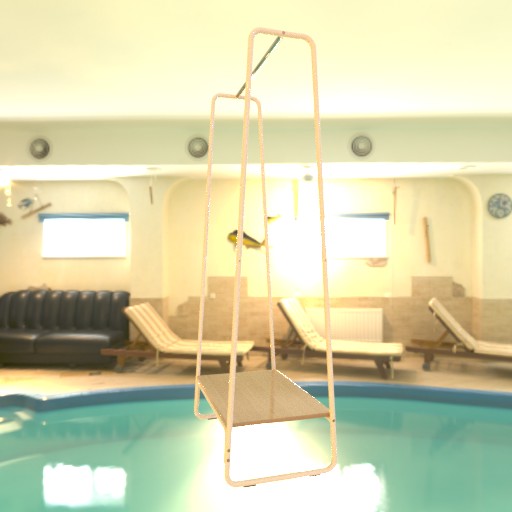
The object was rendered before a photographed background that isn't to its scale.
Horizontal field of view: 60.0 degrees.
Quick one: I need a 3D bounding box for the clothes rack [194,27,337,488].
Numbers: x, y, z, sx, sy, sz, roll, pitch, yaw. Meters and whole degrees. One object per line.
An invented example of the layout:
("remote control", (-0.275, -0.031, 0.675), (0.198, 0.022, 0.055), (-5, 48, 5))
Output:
("clothes rack", (0.000, 0.000, 1.774), (0.400, 1.500, 0.640), (0, 0, -17))
